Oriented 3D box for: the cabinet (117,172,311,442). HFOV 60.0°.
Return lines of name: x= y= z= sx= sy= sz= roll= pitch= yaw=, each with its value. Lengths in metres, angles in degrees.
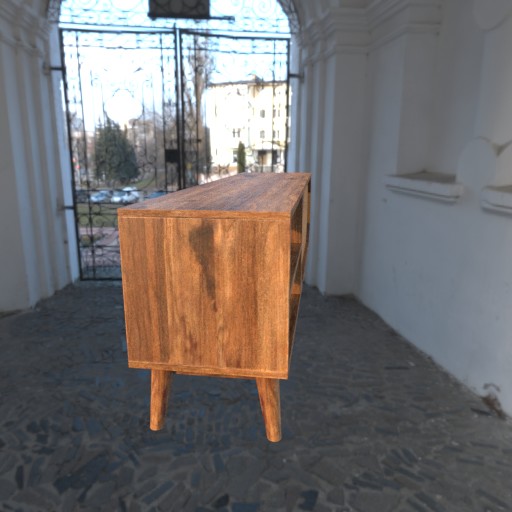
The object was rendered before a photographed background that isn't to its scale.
cabinet: x=0.000 y=0.000 z=1.622 sx=0.349 sy=0.528 sz=1.448 roll=2 pitch=14 yaw=8
